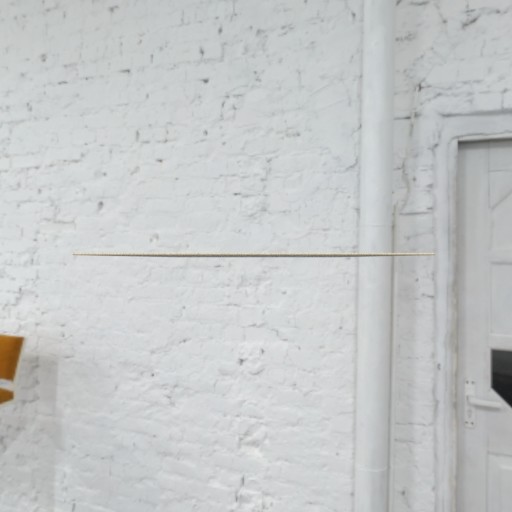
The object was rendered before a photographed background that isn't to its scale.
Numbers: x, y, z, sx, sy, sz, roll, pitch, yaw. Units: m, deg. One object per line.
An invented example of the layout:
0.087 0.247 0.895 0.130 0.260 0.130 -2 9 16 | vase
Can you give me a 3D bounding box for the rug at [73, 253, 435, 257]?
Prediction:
0.000 0.000 2.983 1.522 0.008 2.284 0 0 1 | rug
